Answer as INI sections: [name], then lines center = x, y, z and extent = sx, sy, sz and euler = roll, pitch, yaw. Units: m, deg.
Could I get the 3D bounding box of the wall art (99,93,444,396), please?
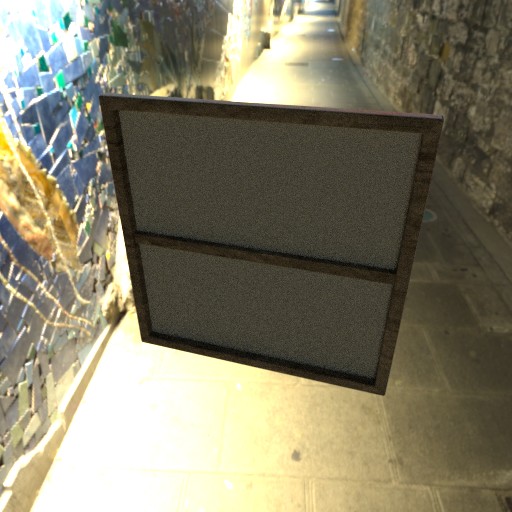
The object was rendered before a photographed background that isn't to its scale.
[wall art]
center = 0.000, 0.000, 1.127
extent = 0.747, 0.747, 0.035
euler = 9, 32, 14
